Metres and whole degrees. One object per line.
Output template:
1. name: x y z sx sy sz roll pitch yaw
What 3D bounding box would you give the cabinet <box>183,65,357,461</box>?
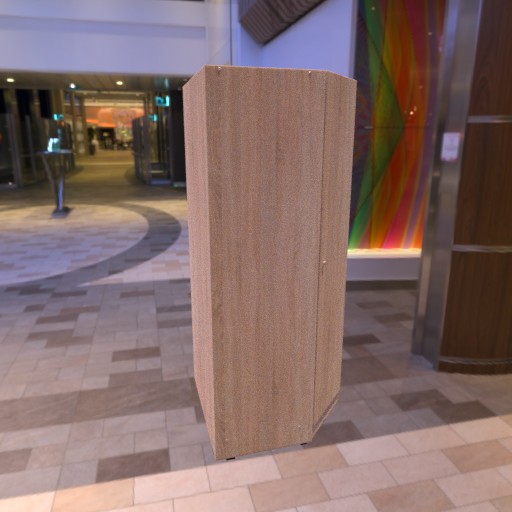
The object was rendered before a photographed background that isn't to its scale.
1. cabinet: 0.000 0.000 2.879 1.094 2.120 1.327 8 17 29
